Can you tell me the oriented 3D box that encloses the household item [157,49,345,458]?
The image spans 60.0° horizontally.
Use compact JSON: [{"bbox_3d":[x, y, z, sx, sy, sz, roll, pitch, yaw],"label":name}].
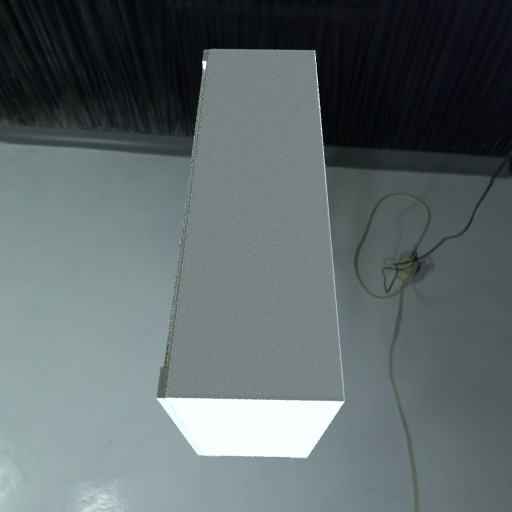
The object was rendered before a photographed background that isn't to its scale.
[{"bbox_3d":[0.000,0.000,1.700,0.420,0.867,1.300,1,58,1],"label":"household item"}]
